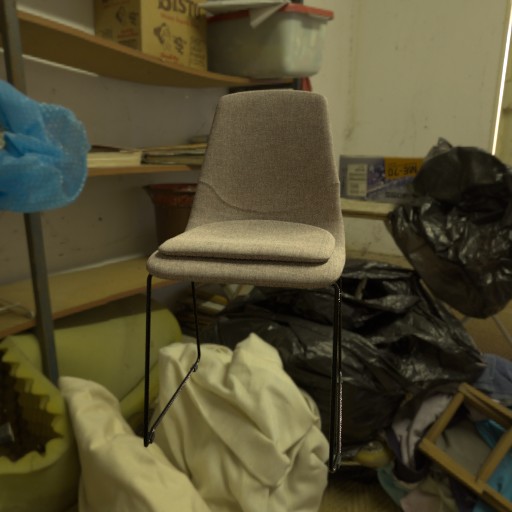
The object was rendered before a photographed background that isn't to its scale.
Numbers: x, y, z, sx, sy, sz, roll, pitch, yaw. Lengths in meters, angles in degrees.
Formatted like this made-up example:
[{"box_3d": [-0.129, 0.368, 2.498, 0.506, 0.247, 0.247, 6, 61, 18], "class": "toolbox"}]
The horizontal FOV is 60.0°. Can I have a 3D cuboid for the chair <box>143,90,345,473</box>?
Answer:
[{"box_3d": [0.000, 0.000, 1.145, 0.479, 0.858, 0.518, 3, 15, 11], "class": "chair"}]
